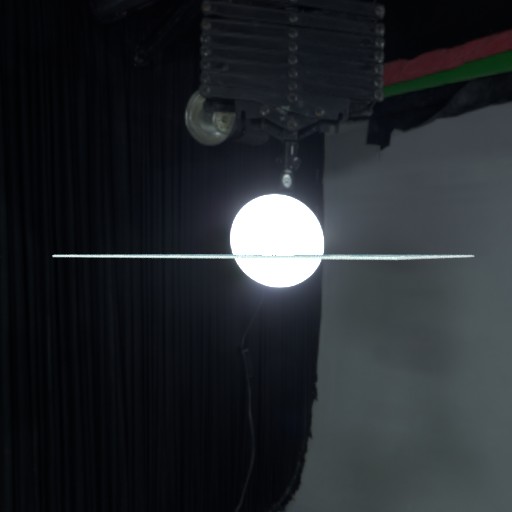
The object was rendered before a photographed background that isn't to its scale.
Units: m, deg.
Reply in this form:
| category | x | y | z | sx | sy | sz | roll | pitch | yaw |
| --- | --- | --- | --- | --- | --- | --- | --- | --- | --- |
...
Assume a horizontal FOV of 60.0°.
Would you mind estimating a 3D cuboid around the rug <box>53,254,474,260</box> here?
| category | x | y | z | sx | sy | sz | roll | pitch | yaw |
| --- | --- | --- | --- | --- | --- | --- | --- | --- | --- |
| rug | 0.000 | 0.000 | 3.015 | 2.443 | 0.015 | 1.528 | 0 | 0 | 36 |
